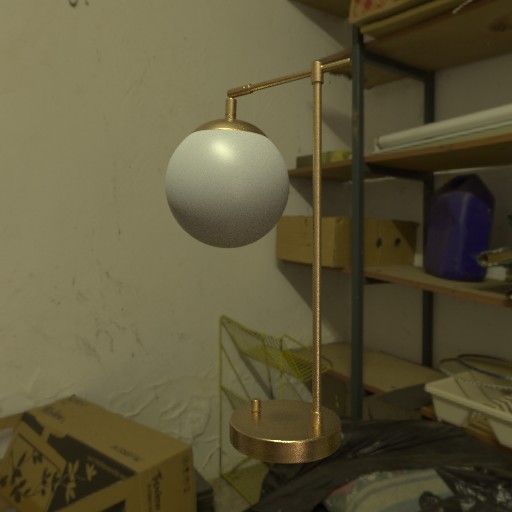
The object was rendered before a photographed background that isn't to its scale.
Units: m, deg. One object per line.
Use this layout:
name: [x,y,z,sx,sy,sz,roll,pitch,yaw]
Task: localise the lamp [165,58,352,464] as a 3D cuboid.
lamp: [0.000,0.000,0.712,0.324,0.559,0.207,0,1,36]
